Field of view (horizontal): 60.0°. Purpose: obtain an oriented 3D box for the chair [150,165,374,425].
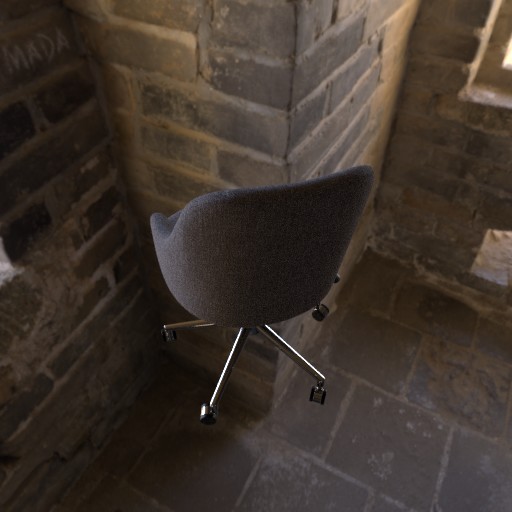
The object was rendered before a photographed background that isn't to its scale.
[{"bbox_3d":[0.000,0.000,1.407,0.671,0.950,0.712,-13,43,-14],"label":"chair"}]
